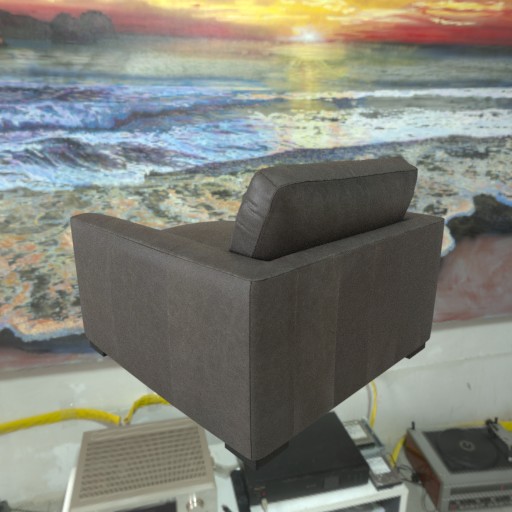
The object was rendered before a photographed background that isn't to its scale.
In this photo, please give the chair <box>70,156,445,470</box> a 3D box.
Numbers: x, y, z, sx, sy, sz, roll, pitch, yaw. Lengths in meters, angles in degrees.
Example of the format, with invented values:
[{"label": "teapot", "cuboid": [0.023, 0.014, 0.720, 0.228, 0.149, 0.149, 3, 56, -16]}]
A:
[{"label": "chair", "cuboid": [0.000, 0.000, 1.796, 1.106, 0.807, 1.080, -15, 22, -42]}]
